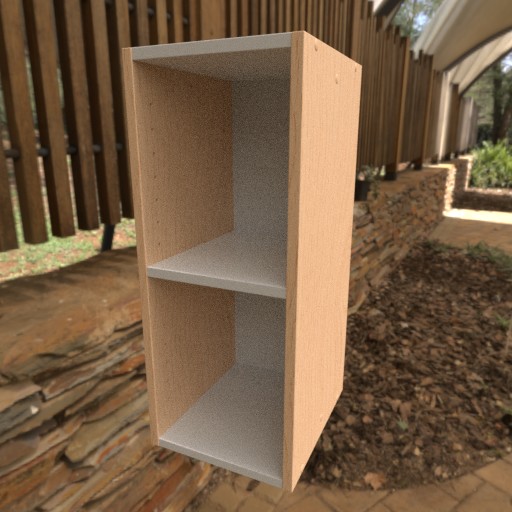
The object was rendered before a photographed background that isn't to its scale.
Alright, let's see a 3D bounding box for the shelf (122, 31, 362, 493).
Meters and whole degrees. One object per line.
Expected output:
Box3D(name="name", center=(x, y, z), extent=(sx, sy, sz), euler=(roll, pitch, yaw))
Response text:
Box3D(name="shelf", center=(0.000, 0.000, 0.728), extent=(0.250, 0.600, 0.290), euler=(7, 17, 24))
